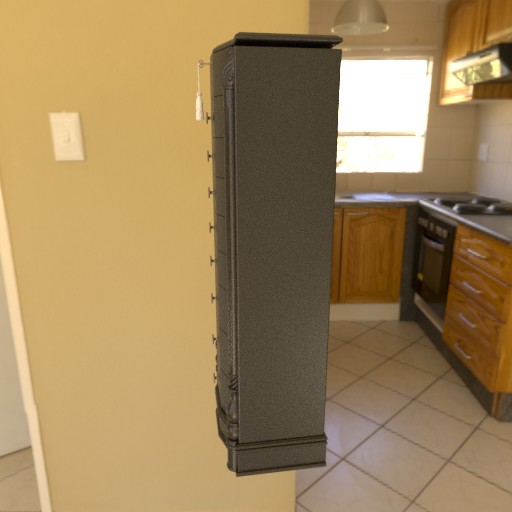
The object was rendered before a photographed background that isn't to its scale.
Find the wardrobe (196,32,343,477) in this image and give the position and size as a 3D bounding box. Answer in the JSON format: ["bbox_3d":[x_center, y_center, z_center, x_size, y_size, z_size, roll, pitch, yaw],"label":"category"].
[{"bbox_3d":[0.000,0.000,1.192,0.295,1.011,0.444,-2,15,-9],"label":"wardrobe"}]
